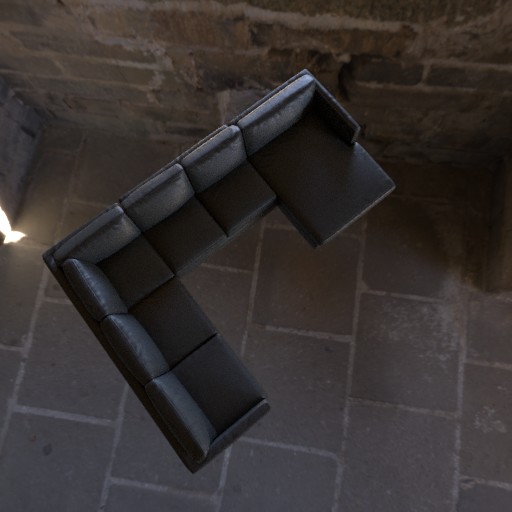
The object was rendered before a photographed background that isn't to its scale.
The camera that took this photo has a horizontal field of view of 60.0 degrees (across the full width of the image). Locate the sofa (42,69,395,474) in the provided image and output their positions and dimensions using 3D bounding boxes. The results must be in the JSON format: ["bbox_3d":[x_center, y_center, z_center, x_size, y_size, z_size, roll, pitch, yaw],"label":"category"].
[{"bbox_3d":[0.000,0.000,4.654,3.460,0.923,2.593,-37,79,-8],"label":"sofa"}]
